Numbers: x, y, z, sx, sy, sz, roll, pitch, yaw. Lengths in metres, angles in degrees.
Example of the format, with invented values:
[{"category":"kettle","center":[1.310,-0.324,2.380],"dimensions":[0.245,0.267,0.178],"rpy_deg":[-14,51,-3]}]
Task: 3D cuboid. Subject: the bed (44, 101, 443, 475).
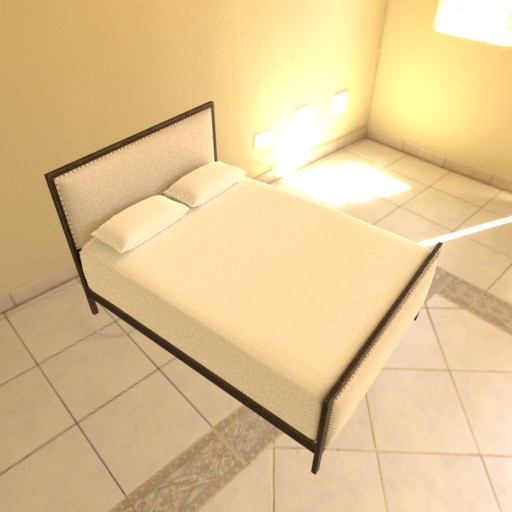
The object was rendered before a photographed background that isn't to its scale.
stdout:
[{"category":"bed","center":[0.000,0.000,3.253],"dimensions":[2.221,1.313,1.607],"rpy_deg":[26,46,28]}]
